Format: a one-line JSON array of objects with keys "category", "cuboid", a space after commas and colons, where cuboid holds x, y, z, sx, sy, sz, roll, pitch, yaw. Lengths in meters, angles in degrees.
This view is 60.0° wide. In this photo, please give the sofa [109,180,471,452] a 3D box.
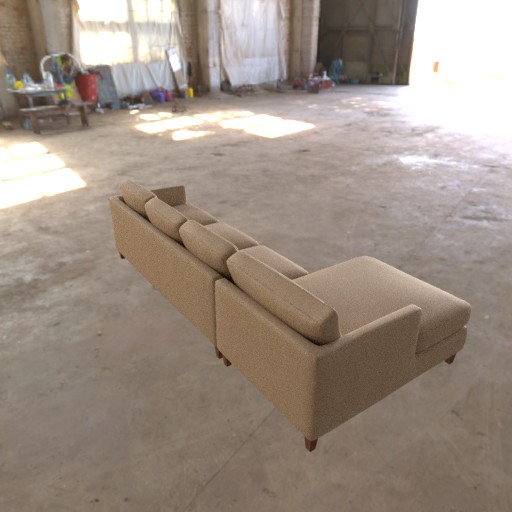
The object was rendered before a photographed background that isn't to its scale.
[{"category": "sofa", "cuboid": [0.000, 0.000, 3.823, 1.502, 0.876, 3.201, -17, 30, -31]}]
